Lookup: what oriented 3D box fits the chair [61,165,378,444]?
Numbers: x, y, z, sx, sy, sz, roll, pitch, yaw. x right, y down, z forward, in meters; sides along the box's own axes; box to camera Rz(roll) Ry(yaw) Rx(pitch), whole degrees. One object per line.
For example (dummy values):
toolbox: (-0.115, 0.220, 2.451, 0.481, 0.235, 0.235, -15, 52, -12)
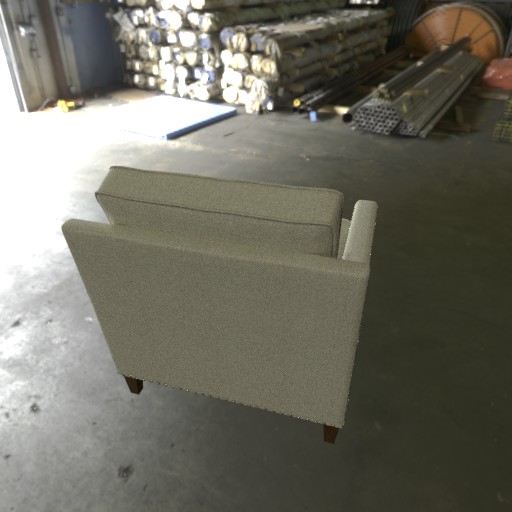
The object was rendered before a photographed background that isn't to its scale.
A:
chair: (0.000, 0.000, 1.712, 0.853, 0.943, 1.014, 9, 34, 14)
